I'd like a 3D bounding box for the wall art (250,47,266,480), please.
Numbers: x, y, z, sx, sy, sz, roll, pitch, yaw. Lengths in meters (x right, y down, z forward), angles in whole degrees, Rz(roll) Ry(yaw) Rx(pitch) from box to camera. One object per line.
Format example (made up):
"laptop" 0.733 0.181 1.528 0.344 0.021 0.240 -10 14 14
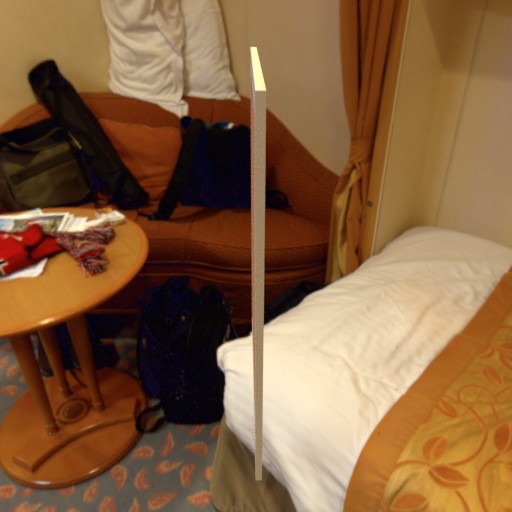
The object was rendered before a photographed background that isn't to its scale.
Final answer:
"wall art" 0.000 0.000 0.816 0.011 0.659 0.454 -1 30 -1
